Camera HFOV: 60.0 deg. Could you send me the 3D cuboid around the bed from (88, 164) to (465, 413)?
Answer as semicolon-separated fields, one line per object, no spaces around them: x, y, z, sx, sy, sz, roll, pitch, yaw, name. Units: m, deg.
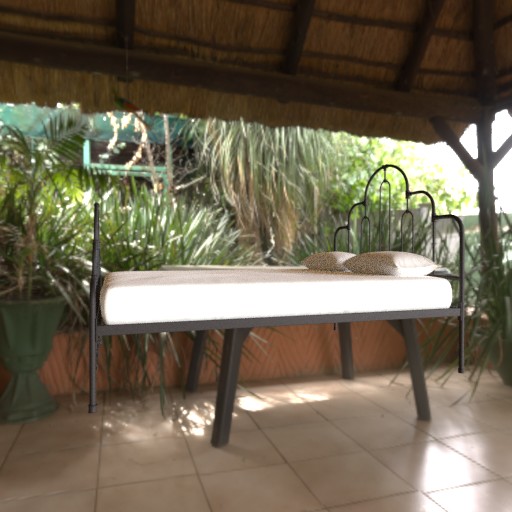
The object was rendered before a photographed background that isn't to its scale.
0.000;0.000;3.138;2.163;1.429;1.640;0;0;-18;bed
